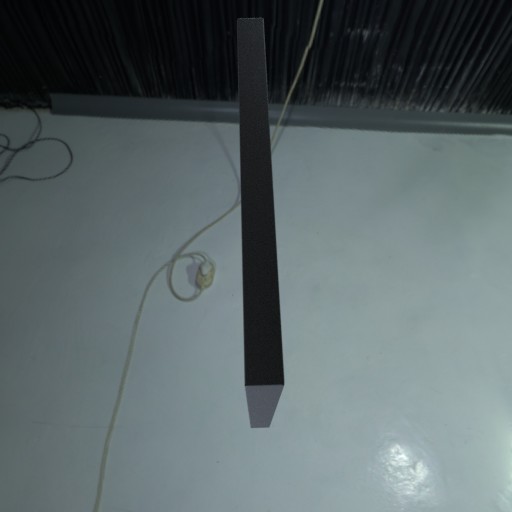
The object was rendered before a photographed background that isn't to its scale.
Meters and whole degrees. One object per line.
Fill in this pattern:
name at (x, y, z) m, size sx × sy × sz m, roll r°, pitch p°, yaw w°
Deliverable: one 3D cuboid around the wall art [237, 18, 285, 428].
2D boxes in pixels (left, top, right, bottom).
wall art at (0.000, 0.000, 0.750) m, size 0.037 × 0.508 × 0.508 m, roll -2°, pitch 65°, yaw -1°
